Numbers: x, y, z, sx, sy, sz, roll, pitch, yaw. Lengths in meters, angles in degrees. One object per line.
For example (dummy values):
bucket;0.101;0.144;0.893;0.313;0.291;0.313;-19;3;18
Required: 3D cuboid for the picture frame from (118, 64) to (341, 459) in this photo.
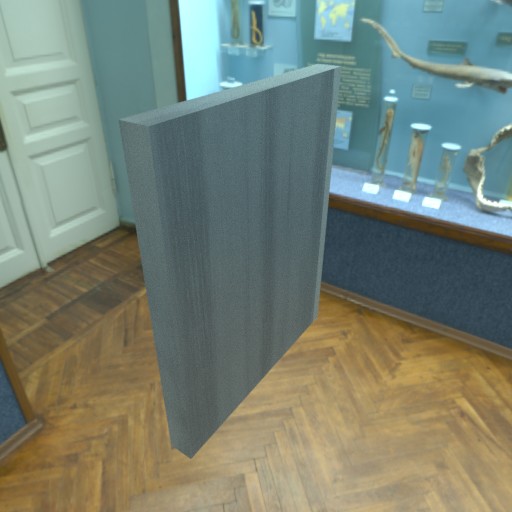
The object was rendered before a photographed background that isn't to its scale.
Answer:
picture frame;0.000;0.000;0.763;0.046;0.555;0.449;20;37;29
